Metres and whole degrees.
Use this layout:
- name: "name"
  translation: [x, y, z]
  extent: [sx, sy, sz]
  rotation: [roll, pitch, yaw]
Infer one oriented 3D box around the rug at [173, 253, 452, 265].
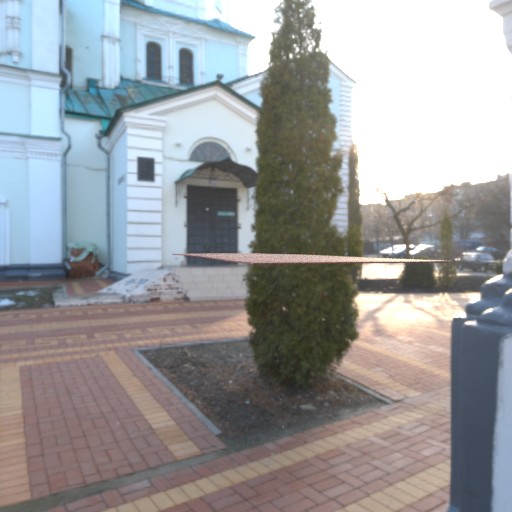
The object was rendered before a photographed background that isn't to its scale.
- name: "rug"
  translation: [0.000, 0.000, 2.553]
  extent: [0.718, 0.013, 2.353]
  rotation: [0, 1, -17]
